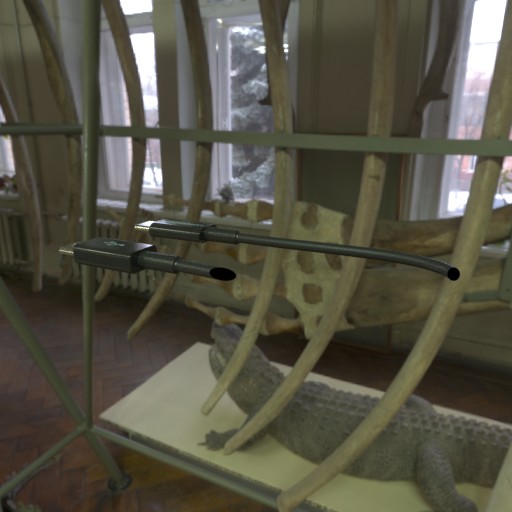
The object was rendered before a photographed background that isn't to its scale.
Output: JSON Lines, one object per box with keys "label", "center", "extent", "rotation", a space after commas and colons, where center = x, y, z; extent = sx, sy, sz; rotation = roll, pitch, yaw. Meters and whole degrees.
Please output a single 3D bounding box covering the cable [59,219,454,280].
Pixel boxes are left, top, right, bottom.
{"label": "cable", "center": [0.000, 0.000, 0.114], "extent": [0.098, 0.006, 0.040], "rotation": [8, 18, 25]}
